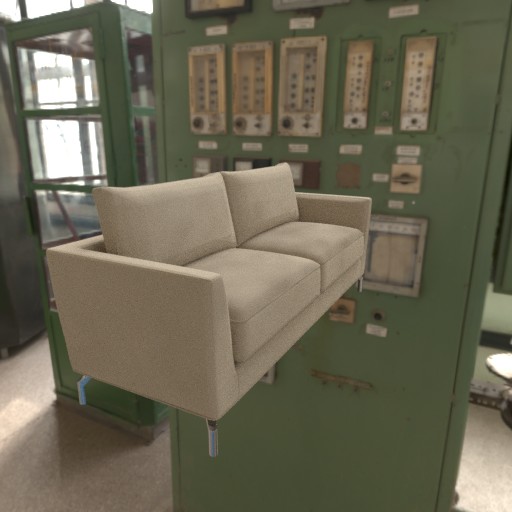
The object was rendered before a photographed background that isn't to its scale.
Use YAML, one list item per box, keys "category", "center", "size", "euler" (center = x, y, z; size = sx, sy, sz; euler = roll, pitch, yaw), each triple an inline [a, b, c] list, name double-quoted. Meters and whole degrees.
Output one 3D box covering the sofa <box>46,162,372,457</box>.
- category: "sofa"
  center: [0.000, 0.000, 2.684]
  size: [0.868, 1.005, 2.214]
  euler: [8, 18, 27]
